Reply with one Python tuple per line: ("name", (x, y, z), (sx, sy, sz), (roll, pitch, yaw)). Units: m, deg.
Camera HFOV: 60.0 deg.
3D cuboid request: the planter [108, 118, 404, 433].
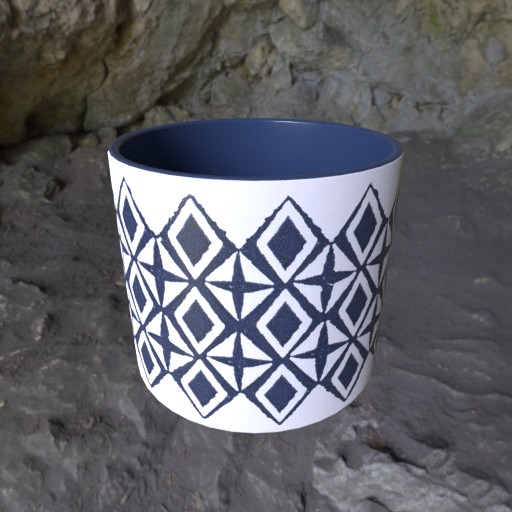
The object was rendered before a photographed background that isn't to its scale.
("planter", (0.000, 0.000, 0.317), (0.182, 0.165, 0.182), (0, 26, 0))
